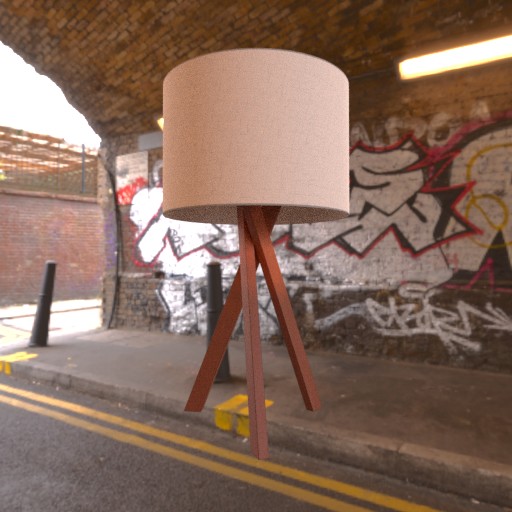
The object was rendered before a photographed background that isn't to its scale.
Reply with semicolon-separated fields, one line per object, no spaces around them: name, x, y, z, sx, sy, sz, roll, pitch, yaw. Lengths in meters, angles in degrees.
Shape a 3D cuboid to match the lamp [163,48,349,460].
lamp;0.000;0.000;0.921;0.380;0.686;0.380;0;-1;-18
